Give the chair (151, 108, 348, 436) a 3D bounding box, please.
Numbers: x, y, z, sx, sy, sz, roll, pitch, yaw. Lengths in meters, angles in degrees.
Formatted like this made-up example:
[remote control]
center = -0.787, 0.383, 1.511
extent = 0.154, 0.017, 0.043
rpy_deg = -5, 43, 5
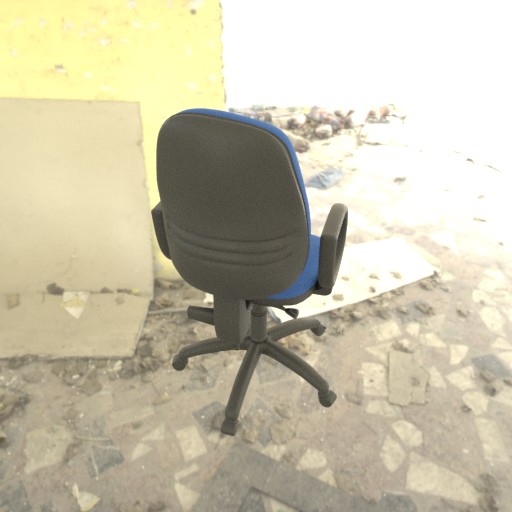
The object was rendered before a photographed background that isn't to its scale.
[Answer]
[chair]
center = 0.000, 0.000, 1.241
extent = 0.552, 0.905, 0.549
rpy_deg = 10, 33, 15
